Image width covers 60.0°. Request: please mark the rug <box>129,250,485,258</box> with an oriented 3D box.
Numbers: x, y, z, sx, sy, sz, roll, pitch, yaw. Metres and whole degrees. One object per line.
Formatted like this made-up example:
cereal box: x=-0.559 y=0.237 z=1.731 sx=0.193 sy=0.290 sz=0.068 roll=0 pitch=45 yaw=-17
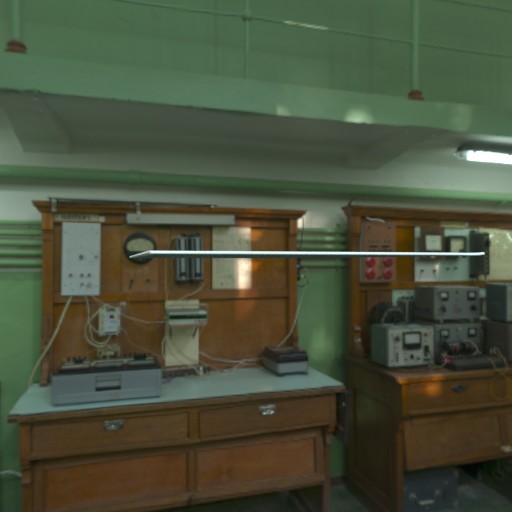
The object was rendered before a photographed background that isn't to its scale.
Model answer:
rug: x=0.000 y=0.000 z=2.901 sx=1.532 sy=0.017 sz=2.244 roll=0 pitch=-1 yaw=-18
